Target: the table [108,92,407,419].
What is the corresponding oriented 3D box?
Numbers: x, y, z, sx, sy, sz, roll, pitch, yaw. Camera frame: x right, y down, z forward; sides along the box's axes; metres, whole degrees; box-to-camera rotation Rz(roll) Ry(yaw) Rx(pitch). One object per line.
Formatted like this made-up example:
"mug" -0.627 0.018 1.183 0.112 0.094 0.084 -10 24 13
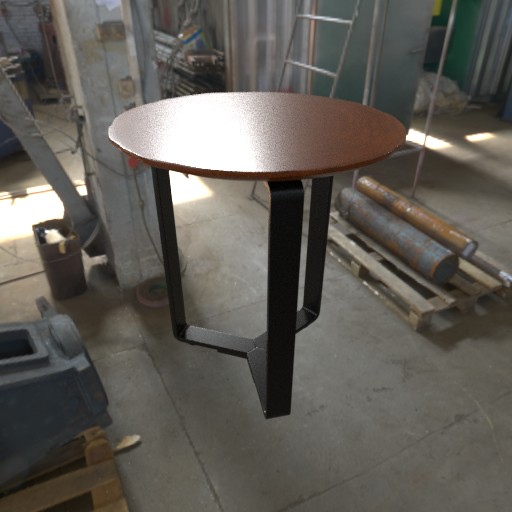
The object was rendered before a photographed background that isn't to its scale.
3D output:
"table" 0.000 0.000 0.747 0.410 0.450 0.380 9 33 14
